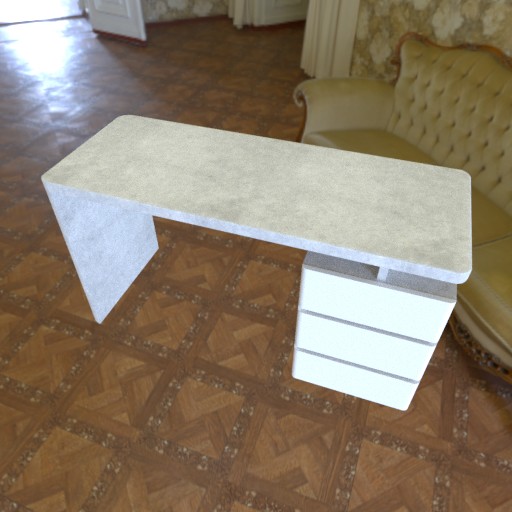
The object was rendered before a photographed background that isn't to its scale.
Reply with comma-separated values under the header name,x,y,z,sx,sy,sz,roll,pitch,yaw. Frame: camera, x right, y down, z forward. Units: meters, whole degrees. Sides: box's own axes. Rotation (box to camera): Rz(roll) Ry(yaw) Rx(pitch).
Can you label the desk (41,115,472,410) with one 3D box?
name,x,y,z,sx,sy,sz,roll,pitch,yaw
desk,0.000,0.000,1.782,1.400,0.755,0.550,13,44,14
